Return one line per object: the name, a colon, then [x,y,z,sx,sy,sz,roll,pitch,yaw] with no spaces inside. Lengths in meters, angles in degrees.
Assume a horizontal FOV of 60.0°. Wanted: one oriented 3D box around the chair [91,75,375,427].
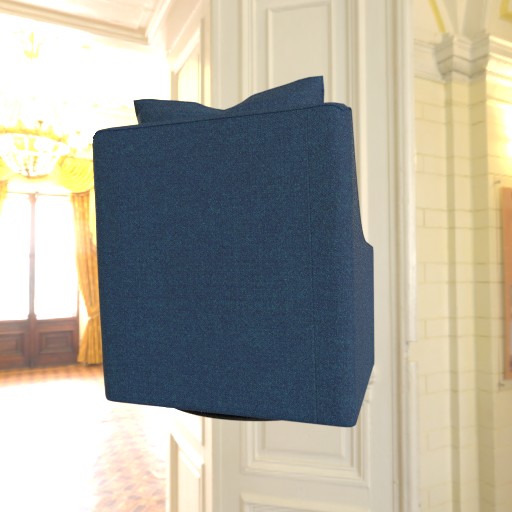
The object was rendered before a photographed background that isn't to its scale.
chair: [0.000,0.000,1.557,0.750,0.939,0.870,-1,-2,18]
